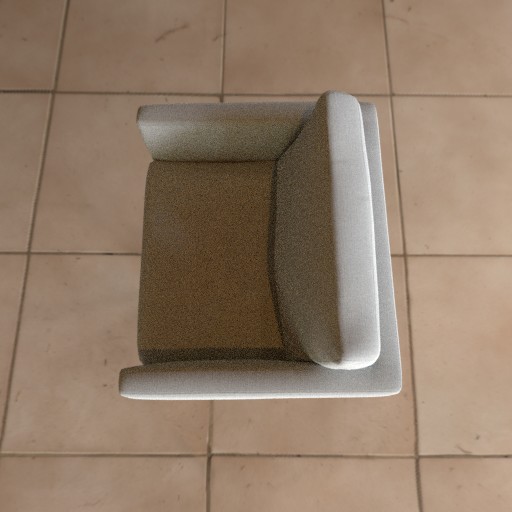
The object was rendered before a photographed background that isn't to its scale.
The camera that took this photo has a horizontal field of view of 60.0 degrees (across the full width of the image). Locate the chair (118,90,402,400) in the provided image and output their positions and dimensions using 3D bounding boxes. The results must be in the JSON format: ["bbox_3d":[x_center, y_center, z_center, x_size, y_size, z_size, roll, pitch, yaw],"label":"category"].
[{"bbox_3d":[0.000,0.000,1.821,0.953,0.961,1.107,-1,75,0],"label":"chair"}]
